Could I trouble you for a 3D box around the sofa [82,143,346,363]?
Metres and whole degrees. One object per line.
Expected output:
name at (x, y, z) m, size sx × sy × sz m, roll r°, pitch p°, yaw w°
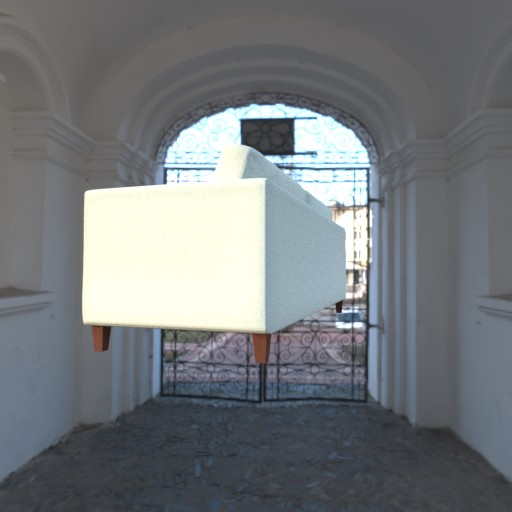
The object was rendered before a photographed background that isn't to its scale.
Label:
sofa at (0.000, 0.000, 3.072) m, size 0.948 × 0.965 × 2.434 m, roll -1°, pitch -2°, yaw 19°
